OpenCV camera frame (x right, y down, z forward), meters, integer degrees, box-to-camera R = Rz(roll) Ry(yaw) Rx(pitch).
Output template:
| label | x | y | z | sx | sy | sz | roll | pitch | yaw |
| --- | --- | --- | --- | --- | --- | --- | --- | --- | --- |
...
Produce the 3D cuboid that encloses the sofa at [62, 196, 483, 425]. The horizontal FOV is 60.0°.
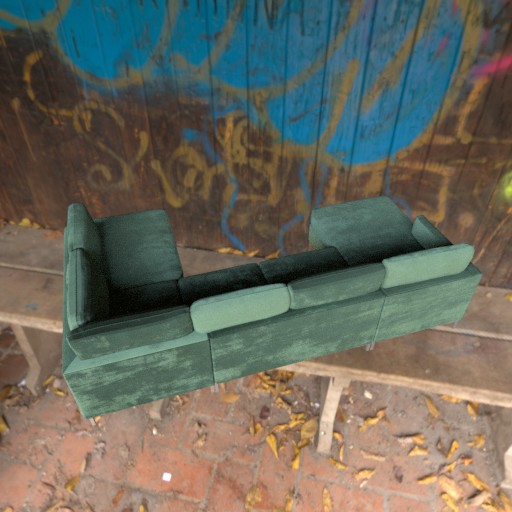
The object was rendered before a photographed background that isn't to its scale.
| label | x | y | z | sx | sy | sz | roll | pitch | yaw |
| --- | --- | --- | --- | --- | --- | --- | --- | --- | --- |
| sofa | 0.000 | 0.000 | 4.256 | 3.434 | 0.992 | 2.055 | -12 | 43 | -13 |
